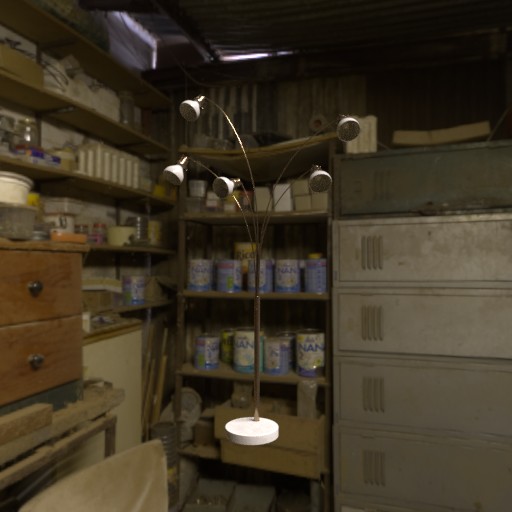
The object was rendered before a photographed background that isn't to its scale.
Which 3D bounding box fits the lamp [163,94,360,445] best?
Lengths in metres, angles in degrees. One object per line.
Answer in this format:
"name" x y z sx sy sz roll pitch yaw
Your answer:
"lamp" 0.000 0.000 3.028 1.405 2.423 0.361 -1 -2 19
